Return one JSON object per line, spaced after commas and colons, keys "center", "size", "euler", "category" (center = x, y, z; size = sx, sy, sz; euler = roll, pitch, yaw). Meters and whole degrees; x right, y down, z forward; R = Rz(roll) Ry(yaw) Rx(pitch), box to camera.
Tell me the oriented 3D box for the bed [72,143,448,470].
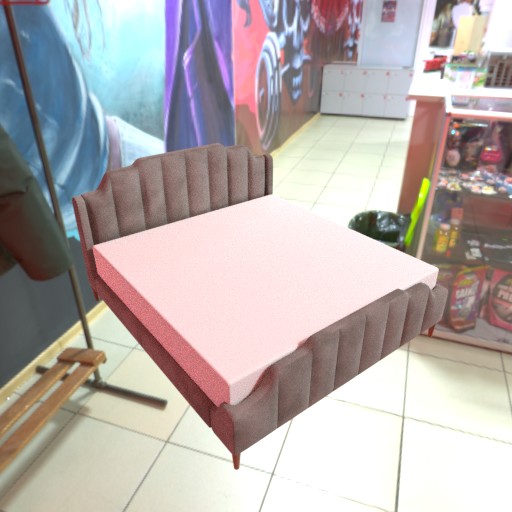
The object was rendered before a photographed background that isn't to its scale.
{"center": [0.000, 0.000, 3.610], "size": [2.074, 1.245, 2.340], "euler": [-21, 35, -33], "category": "bed"}
